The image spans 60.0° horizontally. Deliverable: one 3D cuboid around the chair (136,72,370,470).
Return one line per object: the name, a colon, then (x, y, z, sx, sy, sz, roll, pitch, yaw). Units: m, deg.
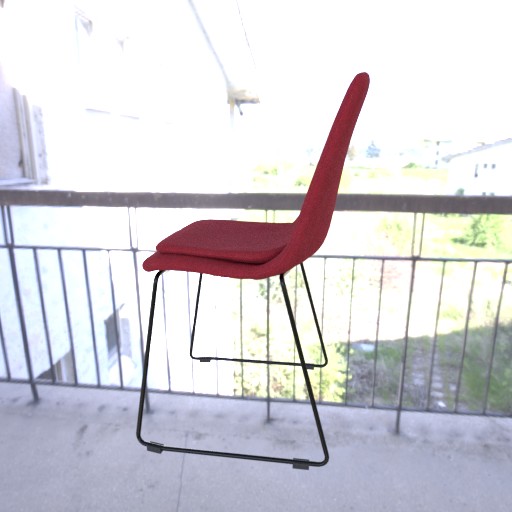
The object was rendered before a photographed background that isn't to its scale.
chair: (0.000, 0.000, 1.140, 0.518, 0.858, 0.479, 2, 14, 8)
